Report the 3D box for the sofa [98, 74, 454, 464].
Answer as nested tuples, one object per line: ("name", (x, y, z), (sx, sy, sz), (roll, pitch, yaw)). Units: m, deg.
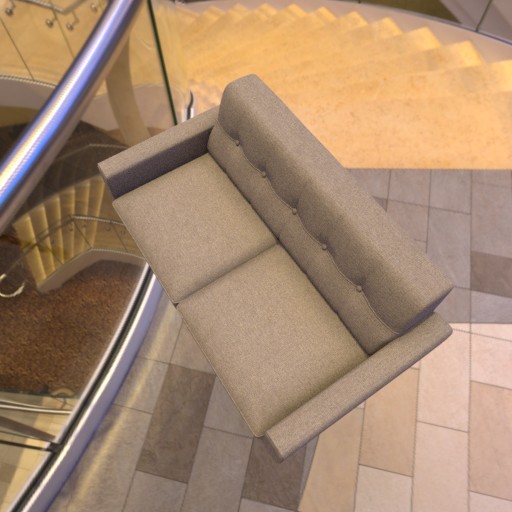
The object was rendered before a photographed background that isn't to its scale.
("sofa", (0.000, 0.000, 2.155), (0.909, 0.841, 1.631), (-31, 67, -15))
